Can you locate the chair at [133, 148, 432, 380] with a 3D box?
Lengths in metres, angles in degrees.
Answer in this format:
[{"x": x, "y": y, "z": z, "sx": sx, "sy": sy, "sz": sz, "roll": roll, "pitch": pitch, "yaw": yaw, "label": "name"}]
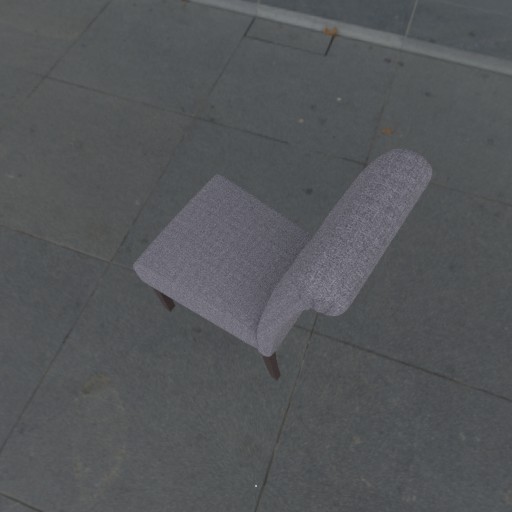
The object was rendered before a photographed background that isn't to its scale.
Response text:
[{"x": 0.000, "y": 0.000, "z": 1.374, "sx": 0.671, "sy": 1.006, "sz": 0.456, "roll": 32, "pitch": 67, "yaw": 15, "label": "chair"}]
